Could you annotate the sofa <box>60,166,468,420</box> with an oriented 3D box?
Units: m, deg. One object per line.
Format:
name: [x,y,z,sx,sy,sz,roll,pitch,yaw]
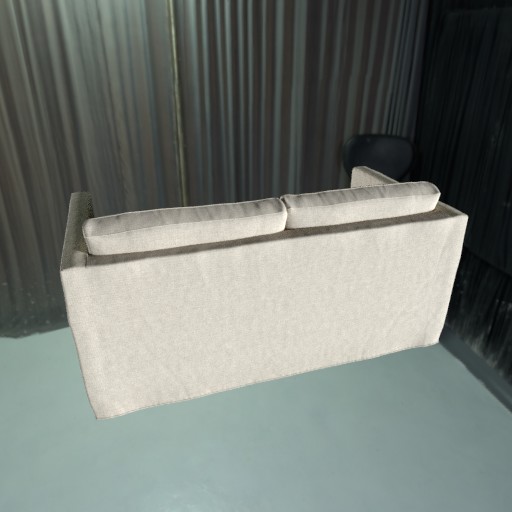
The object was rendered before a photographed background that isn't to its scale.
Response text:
sofa: [0.000,0.000,2.288,1.766,0.828,0.956,-8,27,-16]
